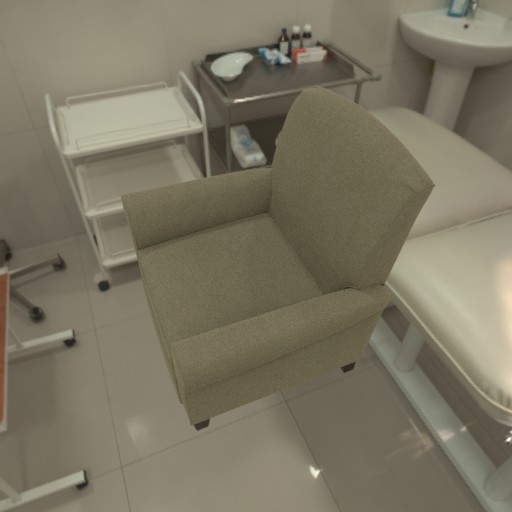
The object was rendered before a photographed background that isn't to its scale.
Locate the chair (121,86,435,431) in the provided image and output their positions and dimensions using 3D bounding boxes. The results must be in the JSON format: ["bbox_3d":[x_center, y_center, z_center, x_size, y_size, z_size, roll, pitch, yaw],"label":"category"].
[{"bbox_3d":[0.000,0.000,1.784,0.905,1.061,0.978,-16,47,-16],"label":"chair"}]
